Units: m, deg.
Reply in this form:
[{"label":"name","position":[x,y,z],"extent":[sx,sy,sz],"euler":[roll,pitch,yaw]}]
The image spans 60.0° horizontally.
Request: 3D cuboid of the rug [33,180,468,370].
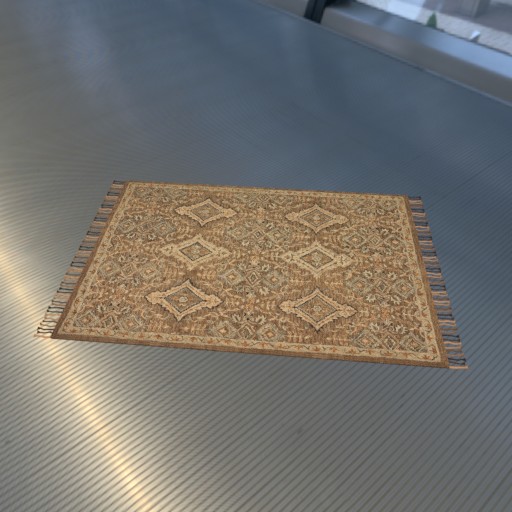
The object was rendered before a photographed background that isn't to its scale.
[{"label":"rug","position":[0.000,0.000,2.993],"extent":[2.434,0.010,1.516],"euler":[4,46,3]}]
